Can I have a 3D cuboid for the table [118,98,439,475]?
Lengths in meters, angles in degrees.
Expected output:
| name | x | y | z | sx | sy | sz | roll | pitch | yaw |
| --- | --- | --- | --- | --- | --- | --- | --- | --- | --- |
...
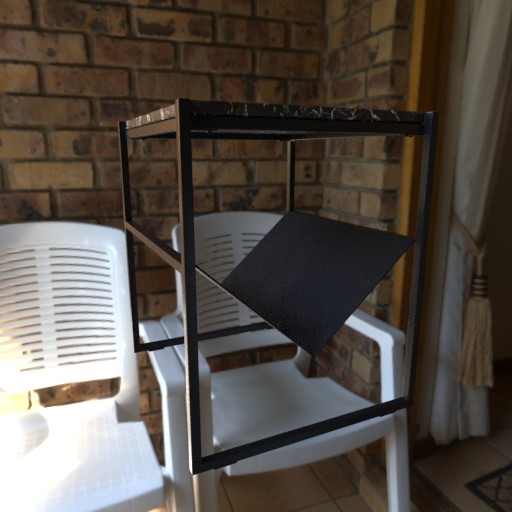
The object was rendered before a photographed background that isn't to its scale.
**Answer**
| name | x | y | z | sx | sy | sz | roll | pitch | yaw |
| --- | --- | --- | --- | --- | --- | --- | --- | --- | --- |
| table | 0.000 | 0.000 | 0.890 | 0.432 | 0.534 | 0.469 | -6 | 14 | -25 |
